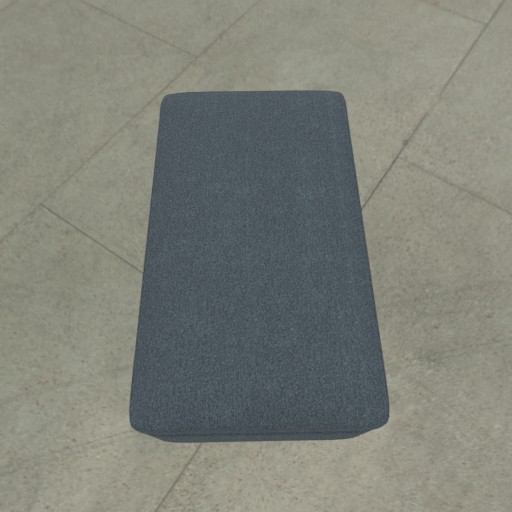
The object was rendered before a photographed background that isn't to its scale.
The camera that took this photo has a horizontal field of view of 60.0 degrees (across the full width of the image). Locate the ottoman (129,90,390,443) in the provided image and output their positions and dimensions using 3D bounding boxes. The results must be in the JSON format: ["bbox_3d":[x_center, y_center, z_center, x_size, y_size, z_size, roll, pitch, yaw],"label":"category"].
[{"bbox_3d":[0.000,0.000,1.548,0.681,0.494,1.173,-1,63,0],"label":"ottoman"}]
